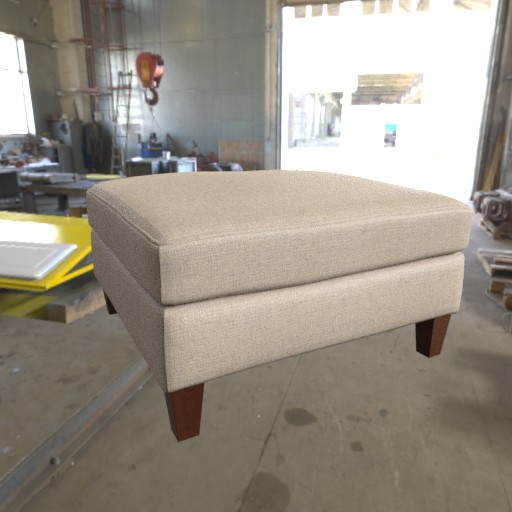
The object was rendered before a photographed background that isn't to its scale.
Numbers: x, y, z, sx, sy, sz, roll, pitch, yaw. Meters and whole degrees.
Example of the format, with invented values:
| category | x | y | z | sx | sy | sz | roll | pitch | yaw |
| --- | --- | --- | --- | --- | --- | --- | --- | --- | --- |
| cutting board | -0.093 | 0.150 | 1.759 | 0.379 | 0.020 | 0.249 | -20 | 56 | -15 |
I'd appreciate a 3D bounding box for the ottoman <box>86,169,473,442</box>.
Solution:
| category | x | y | z | sx | sy | sz | roll | pitch | yaw |
| --- | --- | --- | --- | --- | --- | --- | --- | --- | --- |
| ottoman | 0.000 | 0.000 | 1.325 | 0.838 | 0.481 | 0.838 | -8 | 18 | -27 |
